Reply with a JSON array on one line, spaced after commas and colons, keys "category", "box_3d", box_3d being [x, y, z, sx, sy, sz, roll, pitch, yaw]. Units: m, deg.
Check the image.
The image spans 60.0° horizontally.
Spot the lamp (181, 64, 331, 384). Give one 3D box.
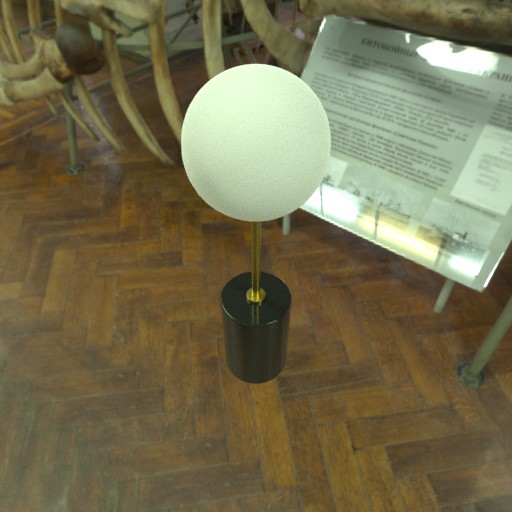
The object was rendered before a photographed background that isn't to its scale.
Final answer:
[{"category": "lamp", "box_3d": [0.000, 0.000, 0.575, 0.153, 0.480, 0.153, 0, 45, 0]}]
